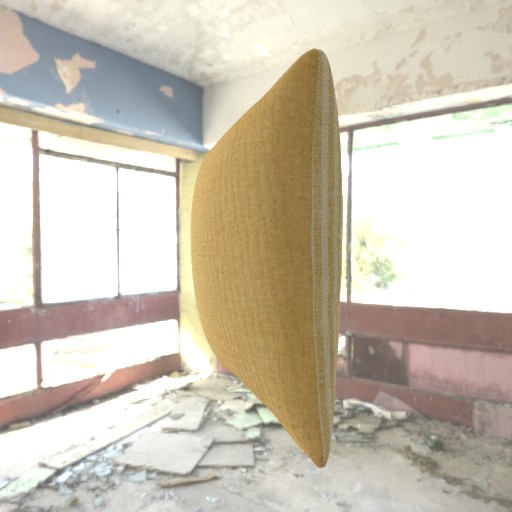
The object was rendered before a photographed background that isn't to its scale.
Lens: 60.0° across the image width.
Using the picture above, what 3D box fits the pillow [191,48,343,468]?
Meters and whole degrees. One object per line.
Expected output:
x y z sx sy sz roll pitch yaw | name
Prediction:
0.000 0.000 0.619 0.173 0.407 0.419 0 1 -18 | pillow
